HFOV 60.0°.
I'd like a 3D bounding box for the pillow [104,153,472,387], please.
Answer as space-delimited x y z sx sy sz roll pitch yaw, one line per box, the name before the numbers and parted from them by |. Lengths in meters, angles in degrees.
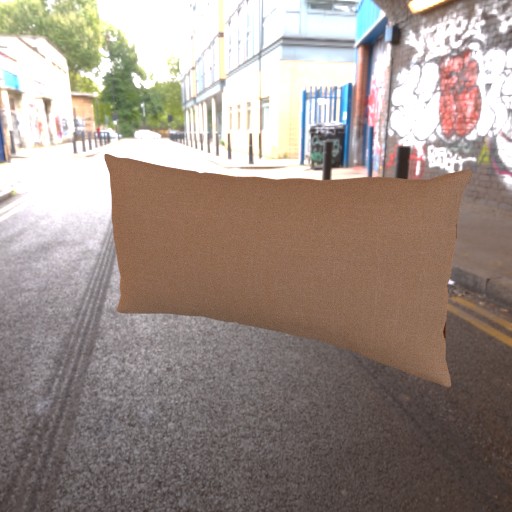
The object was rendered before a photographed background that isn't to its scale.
pillow | 0.000 0.000 0.712 0.612 0.308 0.148 8 18 25
